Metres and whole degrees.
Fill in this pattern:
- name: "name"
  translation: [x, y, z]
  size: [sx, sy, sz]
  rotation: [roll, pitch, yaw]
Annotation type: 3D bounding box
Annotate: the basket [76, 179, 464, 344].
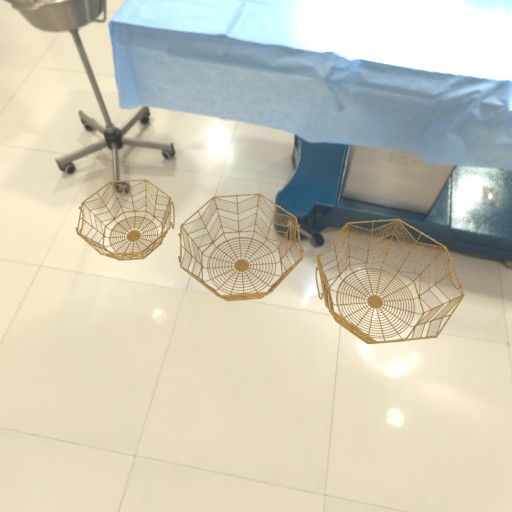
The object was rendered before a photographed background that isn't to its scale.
- name: "basket"
  translation: [0.000, 0.000, 1.435]
  size: [1.245, 0.178, 0.432]
  rotation: [15, 59, 9]
